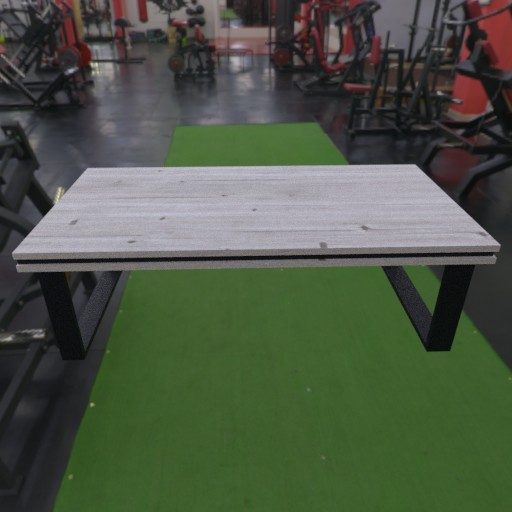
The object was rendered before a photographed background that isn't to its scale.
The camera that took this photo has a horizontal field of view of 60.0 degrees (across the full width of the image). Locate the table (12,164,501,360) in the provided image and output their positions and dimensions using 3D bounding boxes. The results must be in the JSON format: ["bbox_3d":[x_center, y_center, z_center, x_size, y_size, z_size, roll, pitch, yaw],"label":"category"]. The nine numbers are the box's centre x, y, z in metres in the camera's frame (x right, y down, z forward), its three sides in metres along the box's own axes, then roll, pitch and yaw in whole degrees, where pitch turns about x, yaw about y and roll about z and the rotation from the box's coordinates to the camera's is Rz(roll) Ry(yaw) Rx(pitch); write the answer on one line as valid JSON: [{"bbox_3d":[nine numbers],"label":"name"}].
[{"bbox_3d":[0.000,0.000,1.638,1.350,0.450,0.700,-1,30,-2],"label":"table"}]
